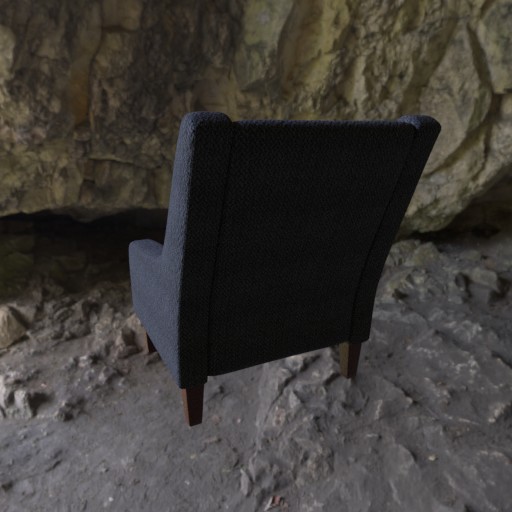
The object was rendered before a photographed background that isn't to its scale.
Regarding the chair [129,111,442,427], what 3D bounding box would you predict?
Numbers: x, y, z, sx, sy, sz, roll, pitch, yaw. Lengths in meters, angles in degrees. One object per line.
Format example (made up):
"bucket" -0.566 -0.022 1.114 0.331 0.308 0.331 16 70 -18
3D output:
"chair" 0.000 0.000 1.687 0.793 1.012 0.944 -8 18 -26
